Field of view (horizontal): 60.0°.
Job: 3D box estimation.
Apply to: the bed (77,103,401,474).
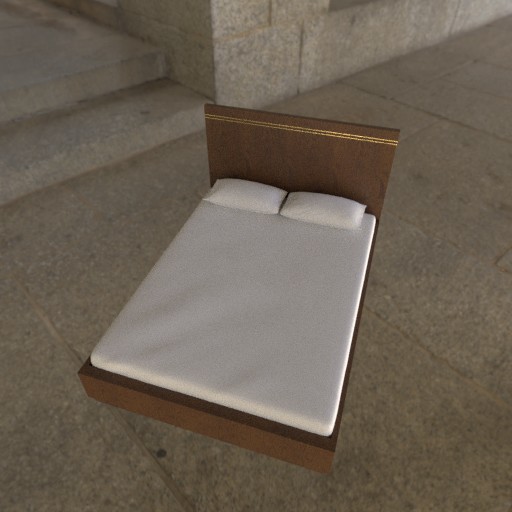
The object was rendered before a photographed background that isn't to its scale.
[{"bbox_3d":[0.000,0.000,3.184,1.613,1.169,2.221,12,43,13],"label":"bed"}]
